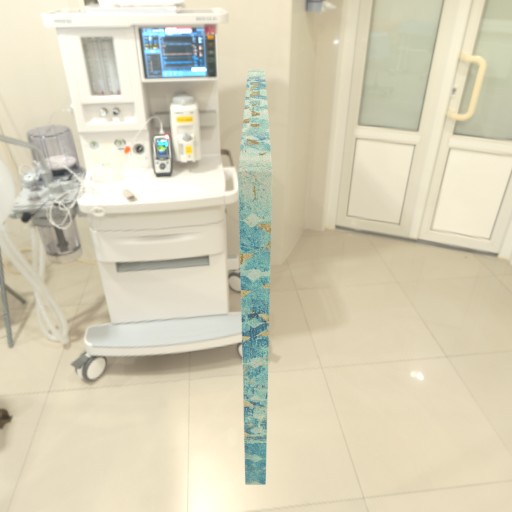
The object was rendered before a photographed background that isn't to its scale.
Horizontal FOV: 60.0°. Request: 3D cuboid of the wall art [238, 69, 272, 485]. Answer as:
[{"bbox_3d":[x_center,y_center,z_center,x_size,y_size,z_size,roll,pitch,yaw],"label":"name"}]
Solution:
[{"bbox_3d":[0.000,0.000,0.906,0.040,0.609,0.609,0,33,0],"label":"wall art"}]
